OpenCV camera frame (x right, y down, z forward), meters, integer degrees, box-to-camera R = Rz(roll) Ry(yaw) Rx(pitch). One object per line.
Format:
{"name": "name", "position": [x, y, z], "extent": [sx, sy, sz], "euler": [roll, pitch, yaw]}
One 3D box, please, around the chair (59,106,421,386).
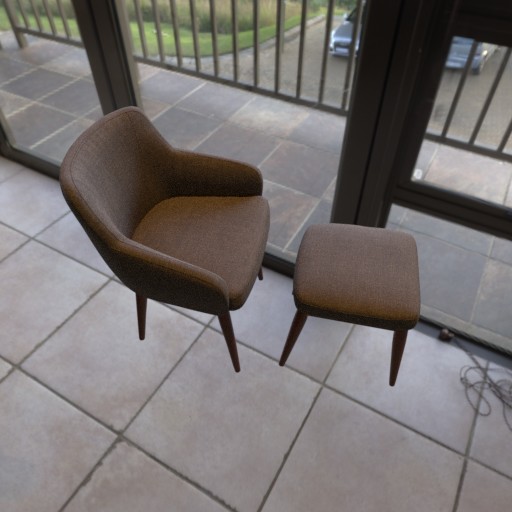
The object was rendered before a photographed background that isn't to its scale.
{"name": "chair", "position": [0.000, 0.000, 1.531], "extent": [1.107, 0.799, 0.584], "euler": [8, 47, 8]}
